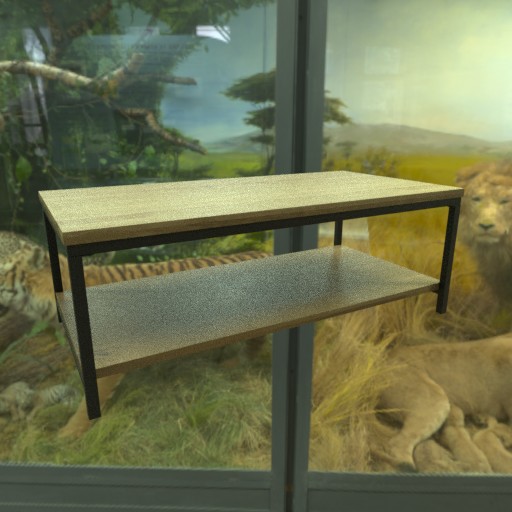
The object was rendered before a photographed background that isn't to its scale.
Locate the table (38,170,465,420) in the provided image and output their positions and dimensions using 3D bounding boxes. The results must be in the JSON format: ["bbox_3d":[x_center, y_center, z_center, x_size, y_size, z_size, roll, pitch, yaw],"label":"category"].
[{"bbox_3d":[0.000,0.000,1.335,1.100,0.399,0.551,-9,19,-28],"label":"table"}]
